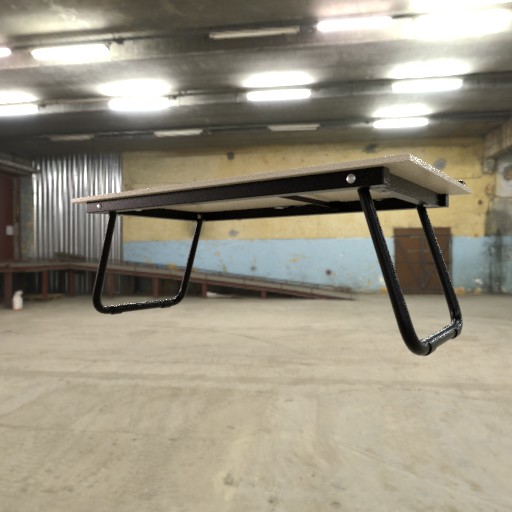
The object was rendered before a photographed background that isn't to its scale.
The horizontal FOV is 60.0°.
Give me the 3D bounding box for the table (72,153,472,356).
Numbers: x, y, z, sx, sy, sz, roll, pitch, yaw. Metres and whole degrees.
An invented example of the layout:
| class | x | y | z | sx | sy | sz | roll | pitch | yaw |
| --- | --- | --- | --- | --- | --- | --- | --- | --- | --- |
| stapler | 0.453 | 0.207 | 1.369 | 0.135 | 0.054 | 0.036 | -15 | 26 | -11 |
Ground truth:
| class | x | y | z | sx | sy | sz | roll | pitch | yaw |
| --- | --- | --- | --- | --- | --- | --- | --- | --- | --- |
| table | 0.000 | 0.000 | 0.788 | 0.644 | 0.242 | 0.322 | 0 | 0 | 37 |
